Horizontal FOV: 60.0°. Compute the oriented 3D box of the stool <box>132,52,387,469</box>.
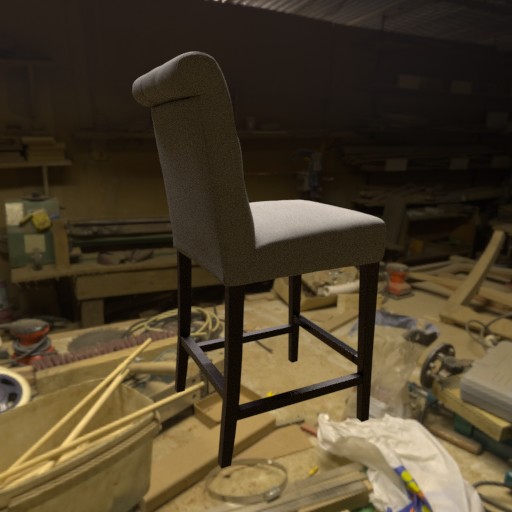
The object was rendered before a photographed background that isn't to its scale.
[{"bbox_3d":[0.000,0.000,1.342,0.601,1.040,0.493,-7,16,-25],"label":"stool"}]
